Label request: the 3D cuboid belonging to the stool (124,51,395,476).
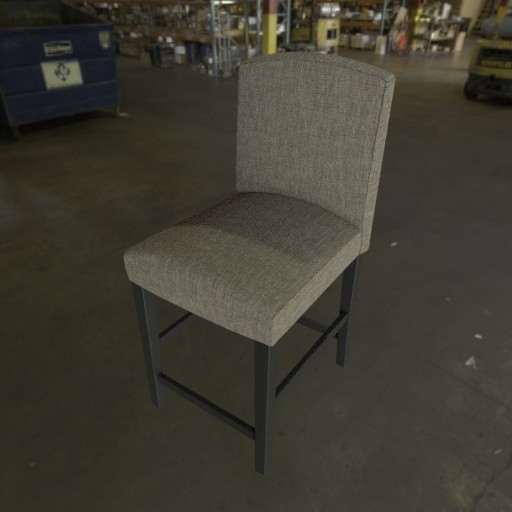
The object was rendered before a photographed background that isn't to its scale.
[{"bbox_3d":[0.000,0.000,1.199,0.451,0.966,0.552,20,36,30],"label":"stool"}]
